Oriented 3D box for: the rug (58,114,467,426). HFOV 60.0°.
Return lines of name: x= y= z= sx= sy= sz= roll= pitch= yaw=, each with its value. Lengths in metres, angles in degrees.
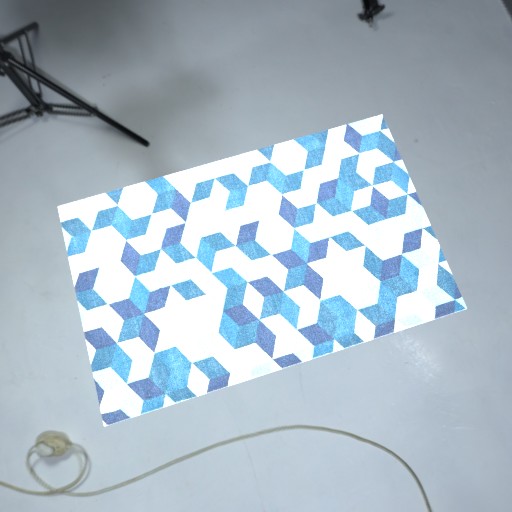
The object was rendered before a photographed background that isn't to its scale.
rug: x=0.000 y=0.000 z=3.013 sx=2.438 sy=0.015 sz=1.518 roll=-17 pitch=76 yaw=-4
